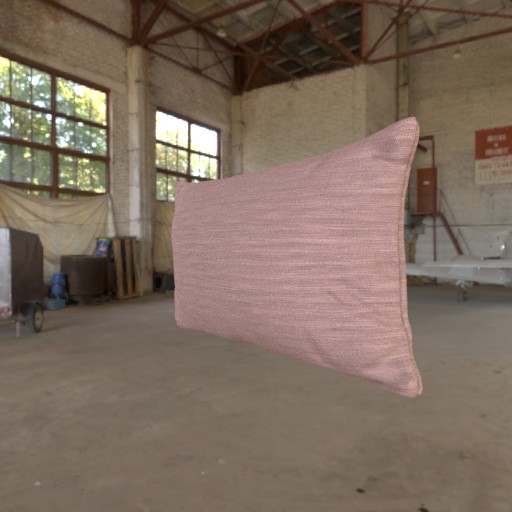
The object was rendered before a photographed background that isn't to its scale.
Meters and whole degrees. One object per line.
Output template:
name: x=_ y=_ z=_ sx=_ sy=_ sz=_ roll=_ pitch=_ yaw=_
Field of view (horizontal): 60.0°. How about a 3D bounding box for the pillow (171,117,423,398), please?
pillow: x=0.000 y=0.000 z=0.776 sx=0.210 sy=0.338 sz=0.633 roll=-1 pitch=1 yaw=-36
